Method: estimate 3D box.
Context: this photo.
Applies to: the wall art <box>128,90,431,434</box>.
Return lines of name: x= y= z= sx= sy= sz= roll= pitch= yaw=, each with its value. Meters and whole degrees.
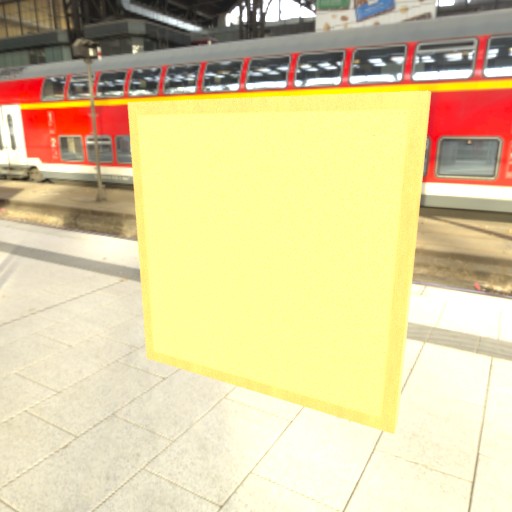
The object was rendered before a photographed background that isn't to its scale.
wall art: x=0.000 y=0.000 z=2.877 sx=1.935 sy=1.936 sz=0.097 roll=8 pitch=18 yaw=27
